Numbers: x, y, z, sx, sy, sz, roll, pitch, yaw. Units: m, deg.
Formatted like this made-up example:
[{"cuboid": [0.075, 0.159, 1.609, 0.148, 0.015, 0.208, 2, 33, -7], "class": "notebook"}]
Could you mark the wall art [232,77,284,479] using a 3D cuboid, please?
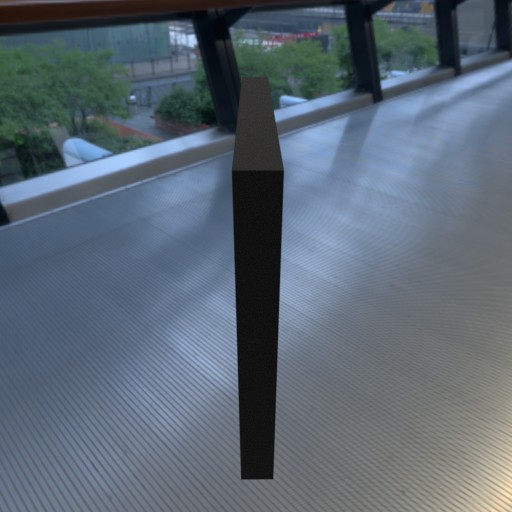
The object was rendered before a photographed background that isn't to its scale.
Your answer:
[{"cuboid": [0.000, 0.000, 0.469, 0.030, 0.305, 0.308, 0, 31, 0], "class": "wall art"}]
